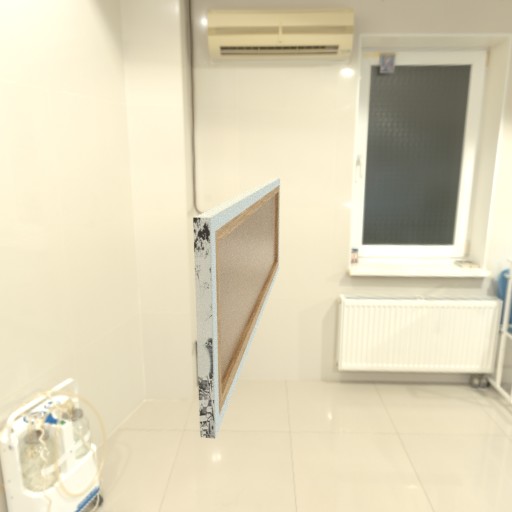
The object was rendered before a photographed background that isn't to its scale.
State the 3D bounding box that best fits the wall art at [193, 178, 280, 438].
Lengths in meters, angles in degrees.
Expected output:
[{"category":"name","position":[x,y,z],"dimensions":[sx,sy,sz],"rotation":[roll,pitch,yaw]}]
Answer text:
[{"category":"wall art","position":[0.000,0.000,1.690],"dimensions":[0.039,0.507,1.520],"rotation":[2,13,8]}]
